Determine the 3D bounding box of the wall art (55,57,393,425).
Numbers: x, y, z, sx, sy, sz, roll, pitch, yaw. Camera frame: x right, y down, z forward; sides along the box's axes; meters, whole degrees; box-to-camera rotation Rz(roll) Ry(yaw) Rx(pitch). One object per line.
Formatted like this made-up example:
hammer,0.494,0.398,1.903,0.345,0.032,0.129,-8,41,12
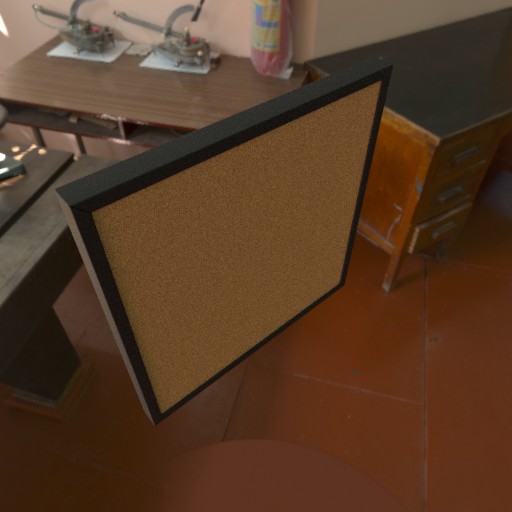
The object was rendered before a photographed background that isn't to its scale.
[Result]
wall art,0.000,0.000,0.736,0.508,0.508,0.037,-32,54,-27
